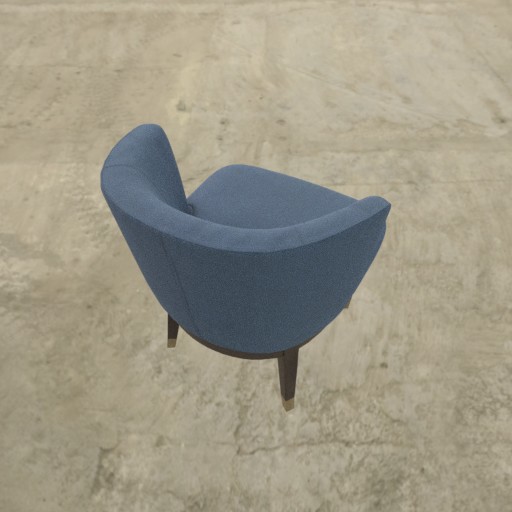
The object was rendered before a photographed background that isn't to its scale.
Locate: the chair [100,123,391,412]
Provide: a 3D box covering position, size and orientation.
[{"bbox_3d":[0.000,0.000,1.282,0.661,0.760,0.702,22,50,20],"label":"chair"}]
